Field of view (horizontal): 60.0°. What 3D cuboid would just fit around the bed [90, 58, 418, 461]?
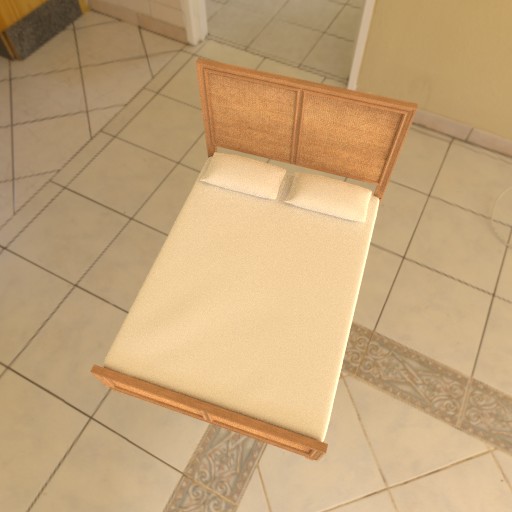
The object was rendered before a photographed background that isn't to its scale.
[{"bbox_3d":[0.000,0.000,3.199,1.606,1.387,2.184,16,60,9],"label":"bed"}]
